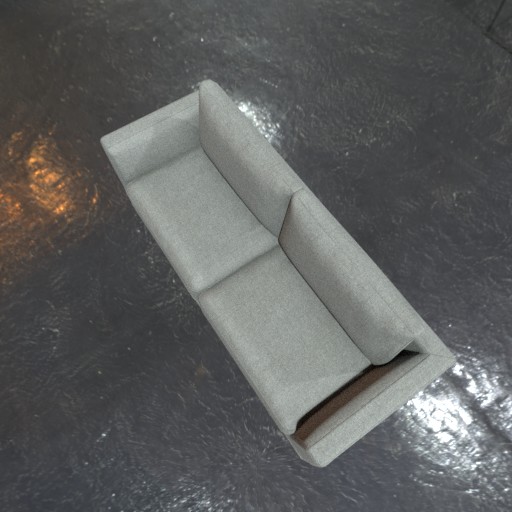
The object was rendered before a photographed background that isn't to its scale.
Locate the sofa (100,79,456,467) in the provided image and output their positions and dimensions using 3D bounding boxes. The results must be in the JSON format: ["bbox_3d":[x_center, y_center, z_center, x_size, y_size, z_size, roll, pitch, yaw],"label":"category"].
[{"bbox_3d":[0.000,0.000,2.636,0.869,1.002,2.212,-32,69,-14],"label":"sofa"}]
